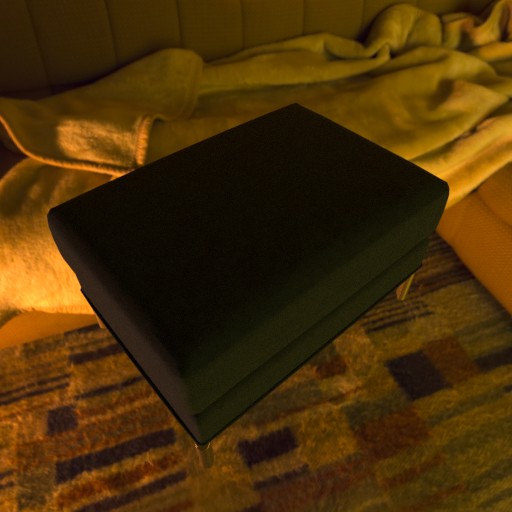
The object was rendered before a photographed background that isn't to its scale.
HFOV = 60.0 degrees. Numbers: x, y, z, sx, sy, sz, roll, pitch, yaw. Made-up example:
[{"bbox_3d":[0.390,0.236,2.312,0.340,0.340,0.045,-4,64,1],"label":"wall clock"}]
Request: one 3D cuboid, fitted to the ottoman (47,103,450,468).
[{"bbox_3d":[0.000,0.000,1.217,0.835,0.498,0.587,-32,54,-27],"label":"ottoman"}]
